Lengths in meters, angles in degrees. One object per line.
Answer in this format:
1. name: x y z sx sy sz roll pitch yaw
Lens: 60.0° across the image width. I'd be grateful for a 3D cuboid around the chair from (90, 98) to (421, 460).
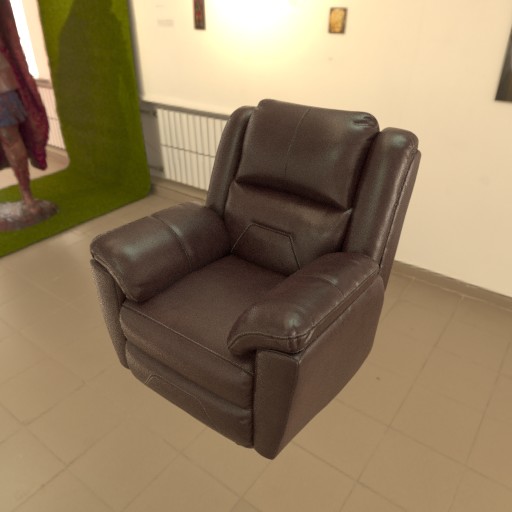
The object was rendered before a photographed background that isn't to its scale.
1. chair: 0.000 0.000 1.857 0.990 1.093 1.041 20 36 31
